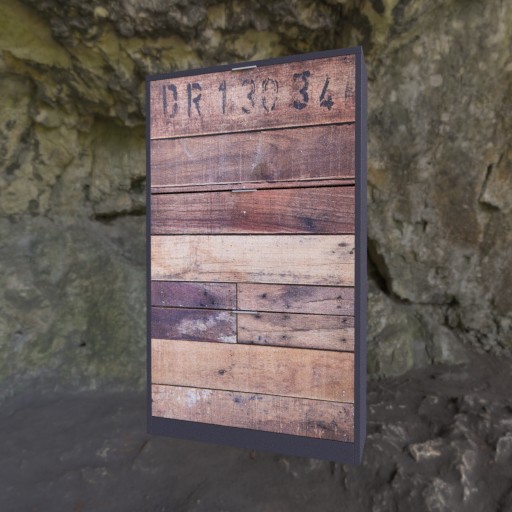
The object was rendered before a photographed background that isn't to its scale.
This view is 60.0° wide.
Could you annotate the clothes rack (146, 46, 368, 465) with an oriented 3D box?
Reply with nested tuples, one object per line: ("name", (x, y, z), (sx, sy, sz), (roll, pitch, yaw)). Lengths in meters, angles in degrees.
("clothes rack", (0.000, 0.000, 1.578), (0.750, 1.280, 0.250), (0, 1, 18))
